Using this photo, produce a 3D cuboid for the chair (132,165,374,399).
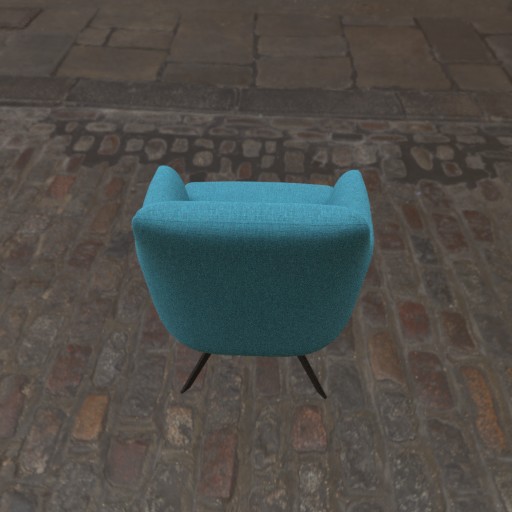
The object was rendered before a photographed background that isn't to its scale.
[{"bbox_3d":[0.000,0.000,1.340,0.642,0.874,0.677,2,46,2],"label":"chair"}]
